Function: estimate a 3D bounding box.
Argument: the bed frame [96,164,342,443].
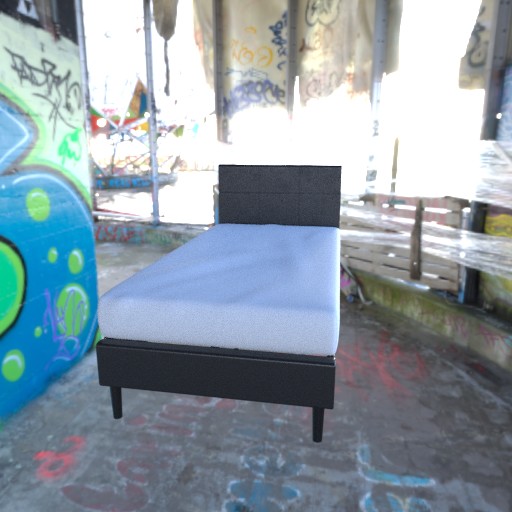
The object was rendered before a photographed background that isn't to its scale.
[{"bbox_3d":[0.000,0.000,2.616,1.038,1.046,2.152,2,14,10],"label":"bed frame"}]
